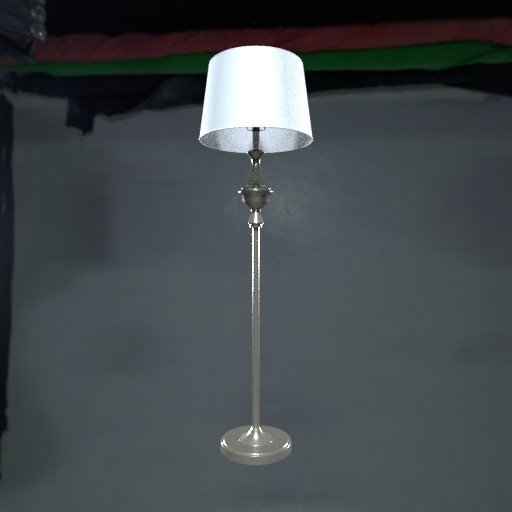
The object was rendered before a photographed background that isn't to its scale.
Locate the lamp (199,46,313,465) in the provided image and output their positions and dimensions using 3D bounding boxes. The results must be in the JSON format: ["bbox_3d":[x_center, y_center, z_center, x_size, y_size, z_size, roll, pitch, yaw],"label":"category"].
[{"bbox_3d":[0.000,0.000,1.698,0.431,1.488,0.431,0,2,0],"label":"lamp"}]
